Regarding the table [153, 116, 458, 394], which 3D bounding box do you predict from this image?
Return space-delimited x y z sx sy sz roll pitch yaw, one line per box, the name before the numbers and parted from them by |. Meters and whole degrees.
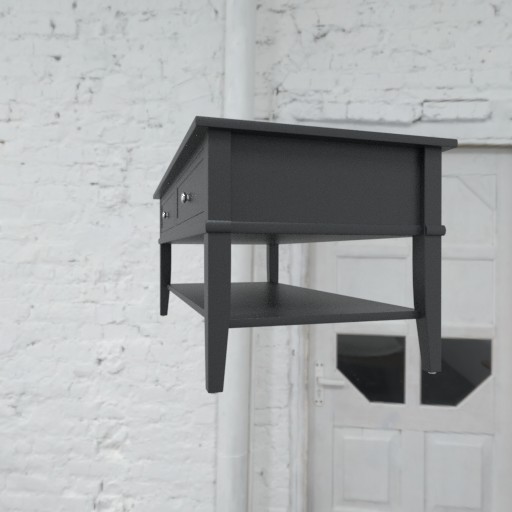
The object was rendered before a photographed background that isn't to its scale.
table | 0.000 0.000 1.306 0.523 0.470 1.044 0 0 -17
